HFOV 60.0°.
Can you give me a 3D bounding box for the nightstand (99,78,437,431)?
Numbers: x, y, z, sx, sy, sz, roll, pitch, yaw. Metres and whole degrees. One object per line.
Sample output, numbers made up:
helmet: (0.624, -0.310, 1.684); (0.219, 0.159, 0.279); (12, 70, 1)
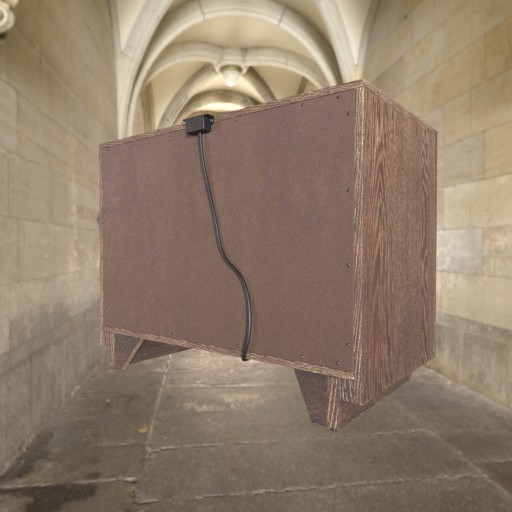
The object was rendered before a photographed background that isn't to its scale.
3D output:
nightstand: (0.000, 0.000, 1.148); (0.775, 0.612, 0.457); (1, 1, 38)
